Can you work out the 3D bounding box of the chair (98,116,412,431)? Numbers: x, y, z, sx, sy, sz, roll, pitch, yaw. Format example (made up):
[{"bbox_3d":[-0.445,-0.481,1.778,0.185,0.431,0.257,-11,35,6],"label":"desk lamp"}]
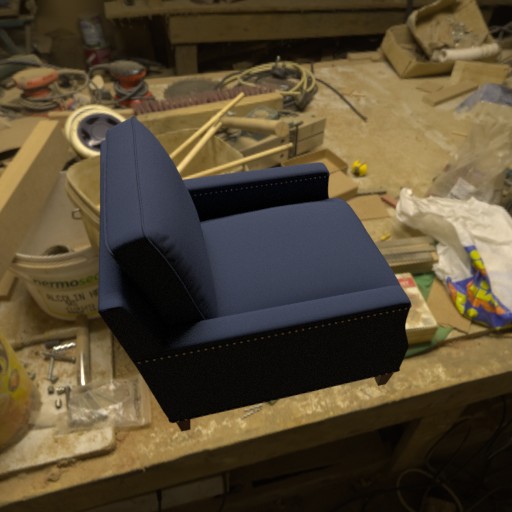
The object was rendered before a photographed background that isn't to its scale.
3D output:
[{"bbox_3d":[0.000,0.000,1.705,1.014,0.943,0.853,-10,46,-10],"label":"chair"}]
